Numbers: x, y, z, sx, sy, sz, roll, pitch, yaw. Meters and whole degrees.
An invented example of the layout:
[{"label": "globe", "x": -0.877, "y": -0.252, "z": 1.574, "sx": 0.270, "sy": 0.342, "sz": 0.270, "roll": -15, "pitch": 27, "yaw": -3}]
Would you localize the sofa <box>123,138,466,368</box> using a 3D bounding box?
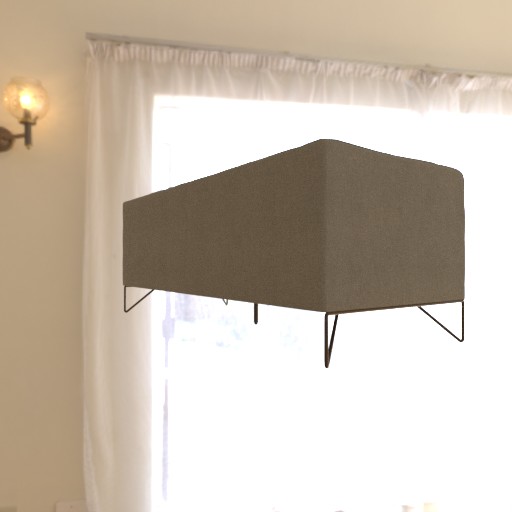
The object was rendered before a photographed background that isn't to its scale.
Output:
[{"label": "sofa", "x": 0.000, "y": 0.000, "z": 2.597, "sx": 0.912, "sy": 0.798, "sz": 2.079, "roll": 0, "pitch": -1, "yaw": -35}]
